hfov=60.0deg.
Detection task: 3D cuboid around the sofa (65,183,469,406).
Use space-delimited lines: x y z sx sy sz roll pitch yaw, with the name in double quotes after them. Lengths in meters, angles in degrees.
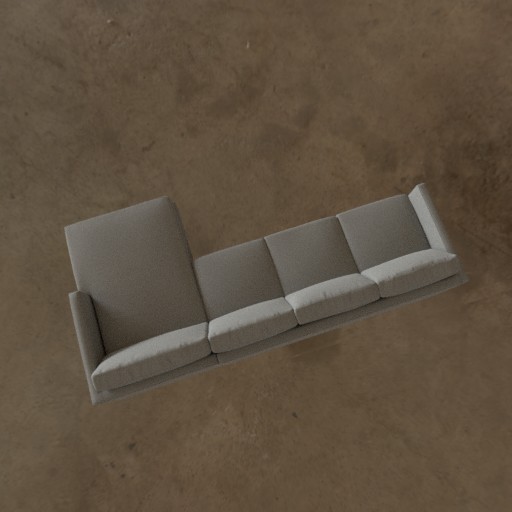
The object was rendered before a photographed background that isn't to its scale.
0.000 0.000 3.944 3.177 0.867 1.622 -18 76 -4 "sofa"
